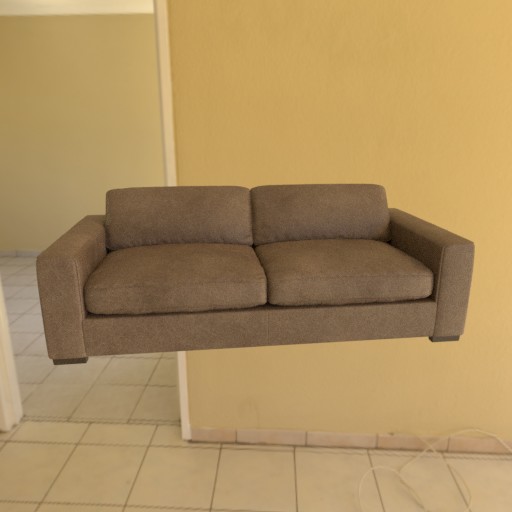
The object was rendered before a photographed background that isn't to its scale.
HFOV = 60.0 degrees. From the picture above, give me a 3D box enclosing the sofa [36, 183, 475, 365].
[{"bbox_3d":[0.000,0.000,2.761,2.262,0.801,1.070,-2,17,-7],"label":"sofa"}]
